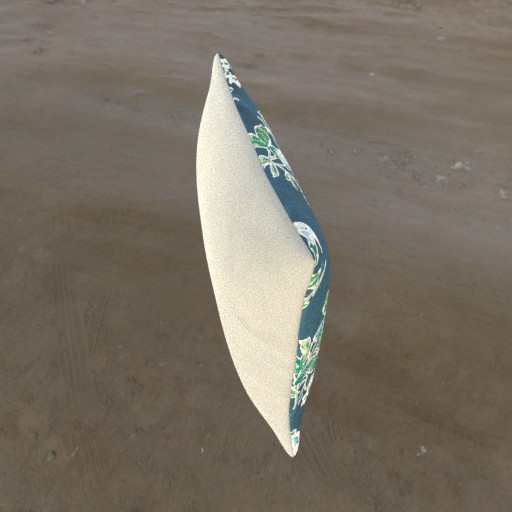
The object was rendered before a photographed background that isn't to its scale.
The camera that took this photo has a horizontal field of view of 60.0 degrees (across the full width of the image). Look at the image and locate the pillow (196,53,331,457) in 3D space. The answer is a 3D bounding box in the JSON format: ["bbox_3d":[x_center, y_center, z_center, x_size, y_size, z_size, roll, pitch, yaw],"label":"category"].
[{"bbox_3d":[0.000,0.000,0.784,0.166,0.508,0.525,-10,46,-10],"label":"pillow"}]
